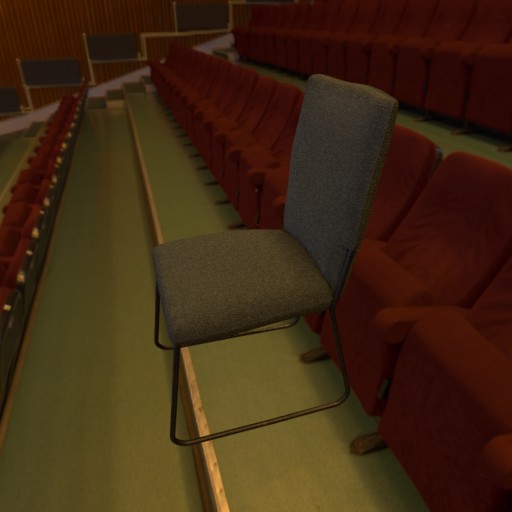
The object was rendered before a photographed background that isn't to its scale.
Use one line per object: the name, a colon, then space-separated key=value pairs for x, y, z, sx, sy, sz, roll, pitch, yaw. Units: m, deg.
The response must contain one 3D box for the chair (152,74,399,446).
chair: x=0.000 y=0.000 z=1.299 sx=0.635 sy=0.931 sz=0.480 roll=-9 pitch=30 yaw=-15
